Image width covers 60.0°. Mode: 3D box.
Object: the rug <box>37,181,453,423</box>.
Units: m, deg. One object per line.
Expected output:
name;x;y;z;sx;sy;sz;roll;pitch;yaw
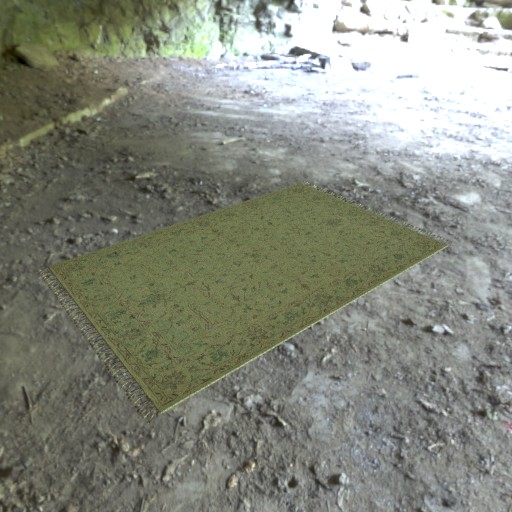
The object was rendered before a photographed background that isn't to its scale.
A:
rug;0.000;0.000;3.025;2.435;0.010;1.544;-23;38;-33
